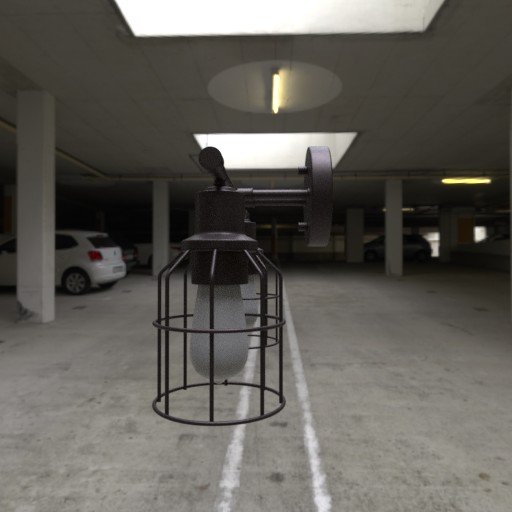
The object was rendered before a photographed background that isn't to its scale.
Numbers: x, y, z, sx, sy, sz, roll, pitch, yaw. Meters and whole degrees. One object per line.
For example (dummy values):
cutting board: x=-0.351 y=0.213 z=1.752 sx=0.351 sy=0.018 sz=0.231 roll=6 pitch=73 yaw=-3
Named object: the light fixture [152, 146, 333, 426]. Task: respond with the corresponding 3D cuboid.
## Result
light fixture: x=0.000 y=0.000 z=0.522 sx=0.165 sy=0.254 sz=0.406 roll=0 pitch=-1 yaw=2
